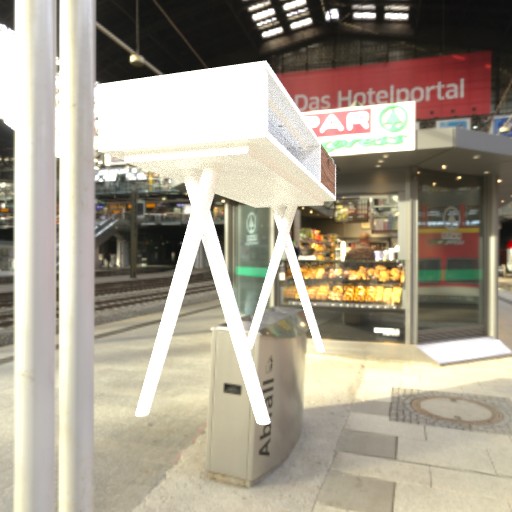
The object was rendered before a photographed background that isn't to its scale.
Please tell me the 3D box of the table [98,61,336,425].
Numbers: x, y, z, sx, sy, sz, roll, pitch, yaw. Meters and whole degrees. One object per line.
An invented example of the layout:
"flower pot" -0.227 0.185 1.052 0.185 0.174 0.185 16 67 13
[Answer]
"table" 0.000 0.000 1.455 0.418 0.785 1.066 0 0 18
